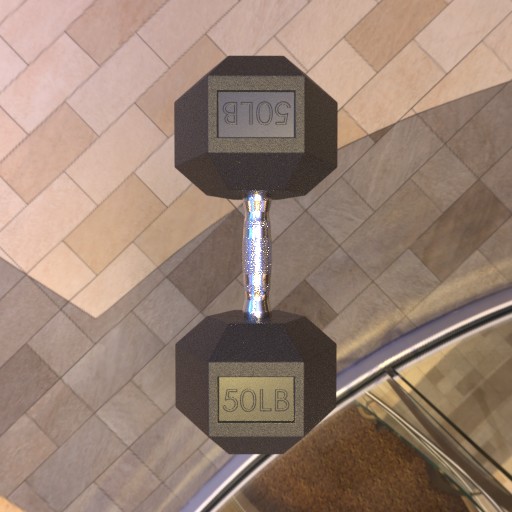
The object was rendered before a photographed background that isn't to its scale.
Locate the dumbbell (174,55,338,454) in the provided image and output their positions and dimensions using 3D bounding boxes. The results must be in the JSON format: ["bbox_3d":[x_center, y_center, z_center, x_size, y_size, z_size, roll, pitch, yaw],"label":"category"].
[{"bbox_3d":[0.000,0.000,0.472,0.173,0.150,0.384,0,91,0],"label":"dumbbell"}]
